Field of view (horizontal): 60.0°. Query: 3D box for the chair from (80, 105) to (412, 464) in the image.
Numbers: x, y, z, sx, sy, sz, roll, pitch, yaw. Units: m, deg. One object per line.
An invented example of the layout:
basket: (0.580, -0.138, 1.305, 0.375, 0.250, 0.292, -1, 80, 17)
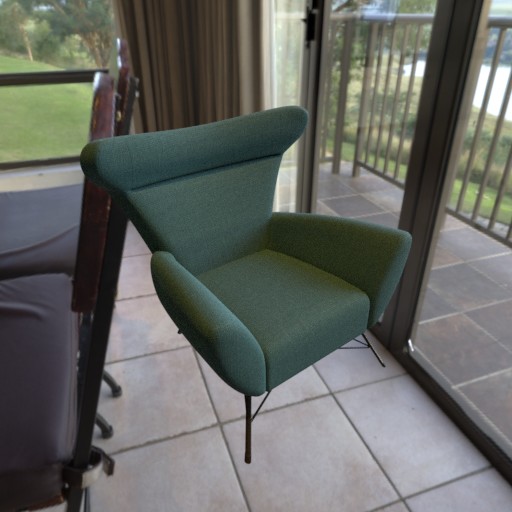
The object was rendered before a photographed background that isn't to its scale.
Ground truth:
chair: (0.000, 0.000, 1.802, 1.050, 0.980, 0.900, -22, 36, -33)
